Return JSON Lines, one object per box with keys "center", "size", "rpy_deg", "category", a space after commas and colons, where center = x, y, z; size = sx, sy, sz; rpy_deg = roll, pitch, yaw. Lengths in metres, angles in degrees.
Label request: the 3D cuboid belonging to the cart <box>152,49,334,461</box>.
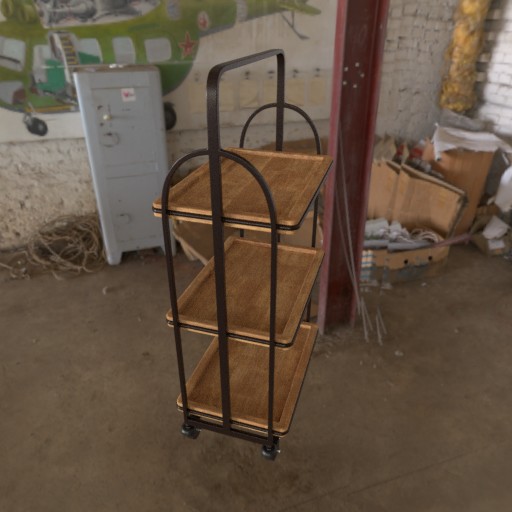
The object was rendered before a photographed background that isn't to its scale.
{"center": [0.000, 0.000, 1.207], "size": [0.327, 1.001, 0.553], "rpy_deg": [9, 30, 15], "category": "cart"}
